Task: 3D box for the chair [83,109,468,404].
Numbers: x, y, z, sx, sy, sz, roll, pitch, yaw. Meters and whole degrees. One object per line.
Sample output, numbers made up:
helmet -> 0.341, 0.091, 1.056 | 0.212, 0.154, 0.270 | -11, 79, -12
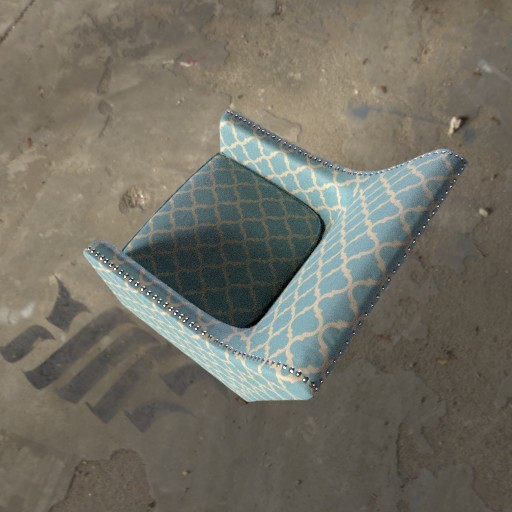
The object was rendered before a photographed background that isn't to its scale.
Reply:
chair -> 0.000, 0.000, 1.269 | 0.686, 0.817, 0.617 | 34, 69, 15
